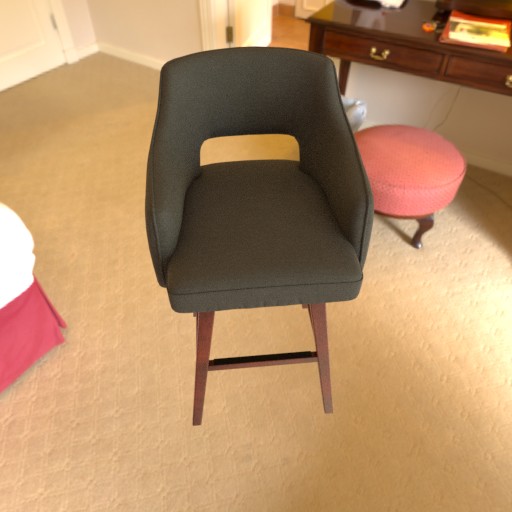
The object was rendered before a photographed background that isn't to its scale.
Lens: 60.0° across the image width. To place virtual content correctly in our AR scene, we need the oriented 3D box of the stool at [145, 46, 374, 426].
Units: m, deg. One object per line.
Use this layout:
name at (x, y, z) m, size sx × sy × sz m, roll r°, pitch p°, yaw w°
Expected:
stool at (0.000, 0.000, 1.321) m, size 0.548 × 1.012 × 0.558 m, roll -4°, pitch 45°, yaw -4°
